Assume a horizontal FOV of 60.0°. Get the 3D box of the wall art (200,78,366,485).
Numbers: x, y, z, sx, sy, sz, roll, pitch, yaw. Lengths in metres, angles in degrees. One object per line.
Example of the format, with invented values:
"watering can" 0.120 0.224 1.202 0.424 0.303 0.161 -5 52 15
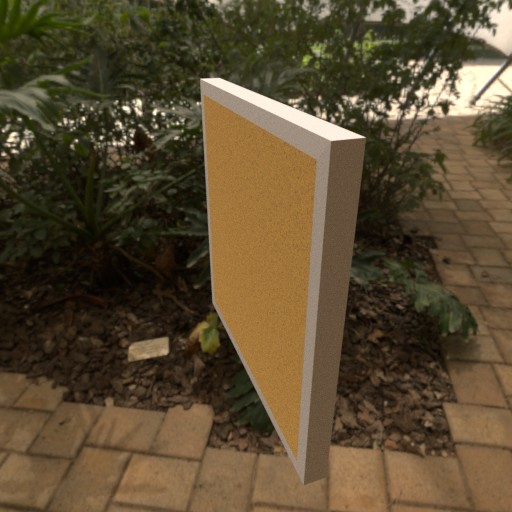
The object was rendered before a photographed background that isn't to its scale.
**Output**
"wall art" 0.000 0.000 1.907 0.098 1.291 1.289 -10 30 -18
